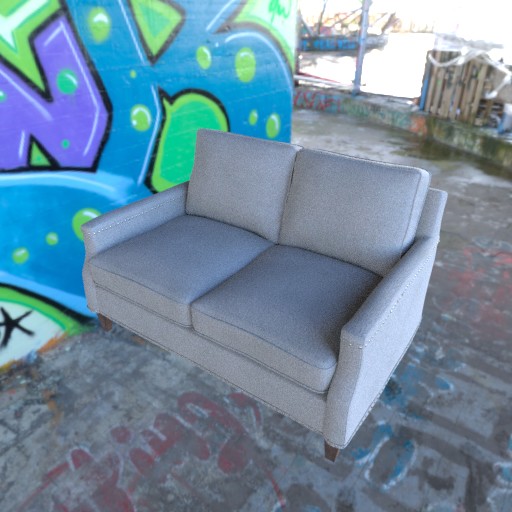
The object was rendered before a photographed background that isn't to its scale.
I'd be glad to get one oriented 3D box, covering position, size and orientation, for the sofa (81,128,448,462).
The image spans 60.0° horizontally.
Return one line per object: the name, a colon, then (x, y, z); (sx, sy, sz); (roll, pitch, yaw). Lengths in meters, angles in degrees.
sofa: (0.000, 0.000, 2.292); (1.597, 1.003, 1.084); (19, 35, 30)
